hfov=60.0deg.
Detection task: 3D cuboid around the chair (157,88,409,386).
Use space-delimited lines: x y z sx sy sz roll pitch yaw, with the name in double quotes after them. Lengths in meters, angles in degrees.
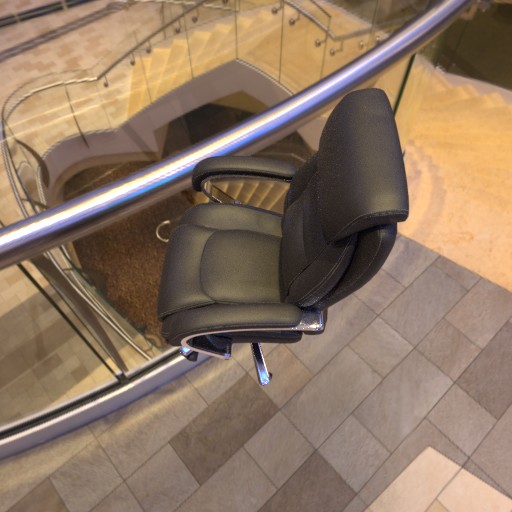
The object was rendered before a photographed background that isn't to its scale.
0.000 0.000 1.691 0.790 1.183 0.755 1 58 1 "chair"
